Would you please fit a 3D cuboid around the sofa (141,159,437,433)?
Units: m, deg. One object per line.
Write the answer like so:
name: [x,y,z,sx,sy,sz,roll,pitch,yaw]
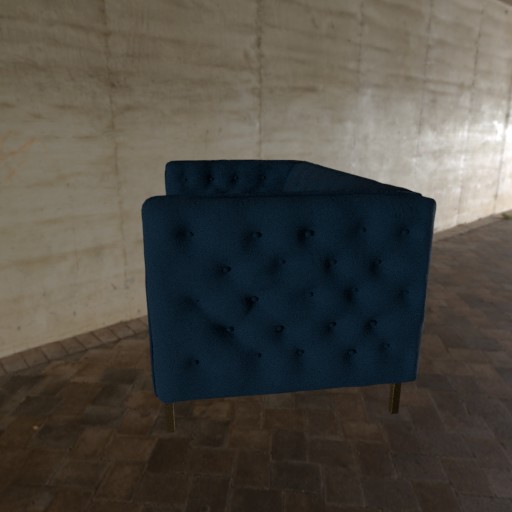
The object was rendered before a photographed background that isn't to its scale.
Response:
sofa: [0.000,0.000,2.112,0.909,0.810,1.583,-2,16,-8]
